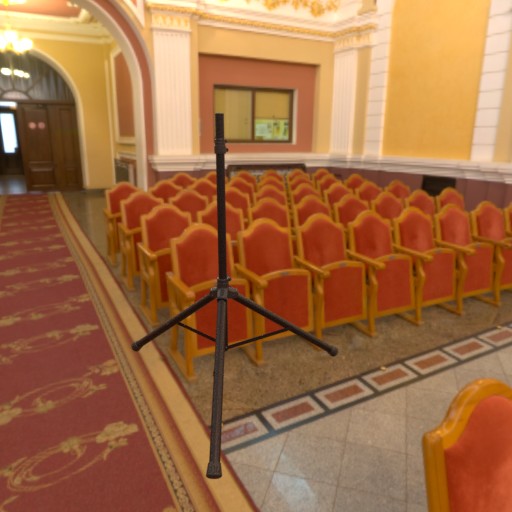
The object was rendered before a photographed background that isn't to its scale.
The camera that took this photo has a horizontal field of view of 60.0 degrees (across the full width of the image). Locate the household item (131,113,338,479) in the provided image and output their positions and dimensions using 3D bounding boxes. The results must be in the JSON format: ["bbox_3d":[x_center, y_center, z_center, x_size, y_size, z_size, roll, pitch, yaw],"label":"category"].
[{"bbox_3d":[0.000,0.000,1.863,0.907,1.136,1.045,-8,17,-26],"label":"household item"}]
